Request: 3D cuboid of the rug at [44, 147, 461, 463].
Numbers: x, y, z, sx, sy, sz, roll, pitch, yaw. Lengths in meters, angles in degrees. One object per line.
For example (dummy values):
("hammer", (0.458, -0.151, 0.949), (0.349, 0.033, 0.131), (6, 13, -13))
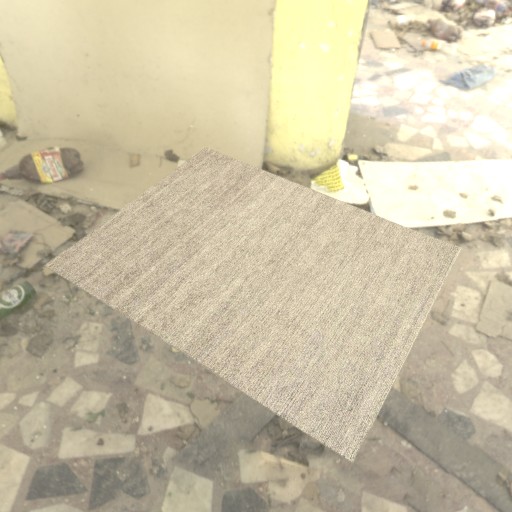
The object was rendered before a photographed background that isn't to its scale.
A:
("rug", (0.000, 0.000, 4.238), (3.202, 0.045, 2.434), (26, 51, 23))
